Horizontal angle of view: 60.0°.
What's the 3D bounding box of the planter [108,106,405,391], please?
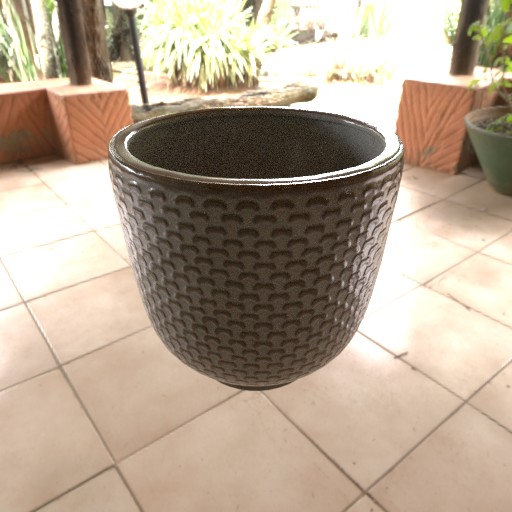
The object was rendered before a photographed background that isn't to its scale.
[{"bbox_3d":[0.000,0.000,0.348,0.197,0.191,0.197,0,30,0],"label":"planter"}]
